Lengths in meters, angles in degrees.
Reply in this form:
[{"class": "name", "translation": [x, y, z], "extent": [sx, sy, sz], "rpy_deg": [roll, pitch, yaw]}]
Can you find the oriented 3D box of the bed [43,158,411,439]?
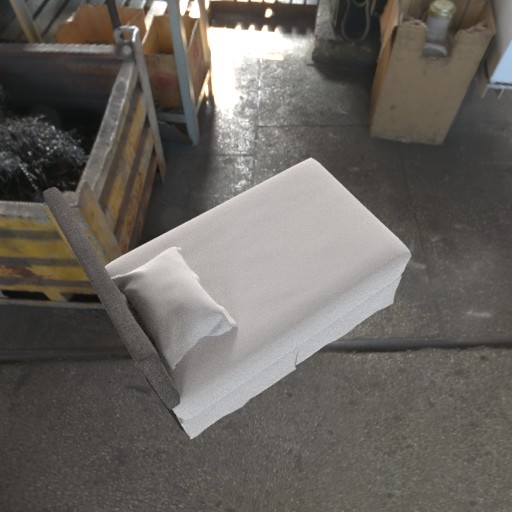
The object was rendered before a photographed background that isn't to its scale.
[{"class": "bed", "translation": [0.000, 0.000, 3.036], "extent": [1.997, 1.571, 1.261], "rpy_deg": [-30, 63, -18]}]
